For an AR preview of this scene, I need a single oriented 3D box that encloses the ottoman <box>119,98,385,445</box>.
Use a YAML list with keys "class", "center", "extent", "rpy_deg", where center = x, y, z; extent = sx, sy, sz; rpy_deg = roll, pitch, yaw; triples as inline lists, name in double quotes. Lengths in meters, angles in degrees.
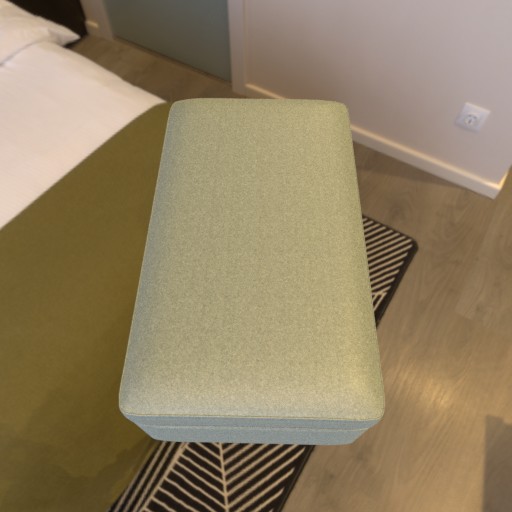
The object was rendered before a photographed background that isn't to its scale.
- class: "ottoman"
  center: [0.000, 0.000, 1.559]
  extent: [0.681, 0.494, 1.173]
  rpy_deg: [1, 59, 1]
